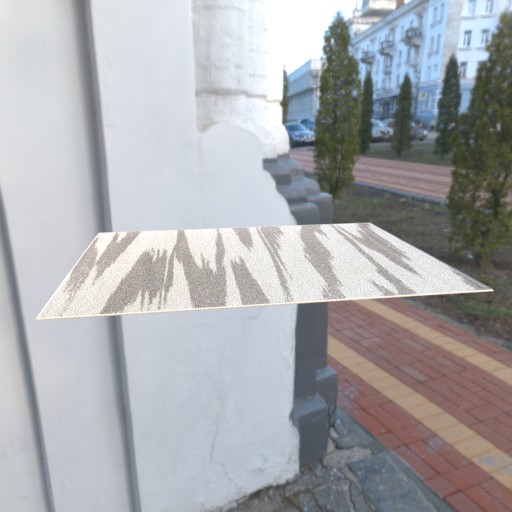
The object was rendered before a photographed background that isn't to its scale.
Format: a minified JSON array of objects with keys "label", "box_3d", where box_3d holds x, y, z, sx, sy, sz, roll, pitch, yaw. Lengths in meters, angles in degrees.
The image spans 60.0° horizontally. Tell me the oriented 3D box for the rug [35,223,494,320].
[{"label":"rug","box_3d":[0.000,0.000,2.750,2.142,0.010,1.533,-3,17,-9]}]
